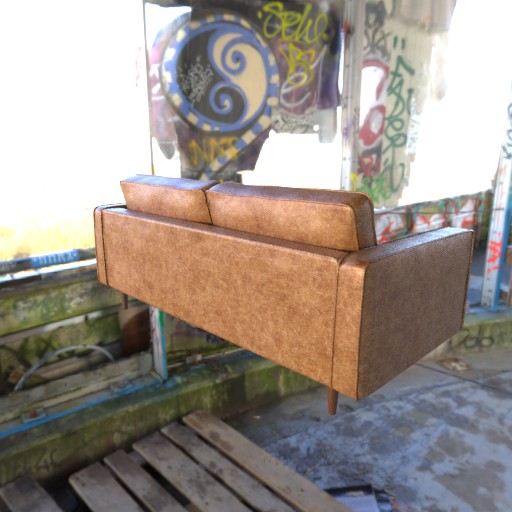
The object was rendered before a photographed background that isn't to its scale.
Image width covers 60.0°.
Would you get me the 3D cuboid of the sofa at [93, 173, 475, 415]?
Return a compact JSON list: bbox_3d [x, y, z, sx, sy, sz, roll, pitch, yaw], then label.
[{"bbox_3d":[0.000,0.000,2.372,0.924,0.825,1.920,-13,19,-43],"label":"sofa"}]
